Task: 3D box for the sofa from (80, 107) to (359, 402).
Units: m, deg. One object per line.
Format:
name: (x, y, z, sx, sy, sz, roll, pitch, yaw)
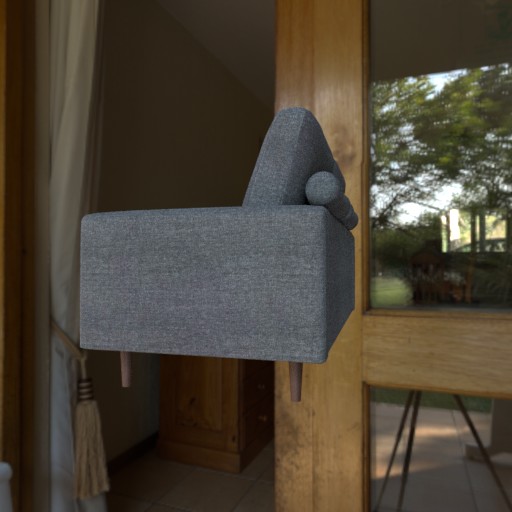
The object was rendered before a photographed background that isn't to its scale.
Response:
sofa: (0.000, 0.000, 1.971, 0.842, 0.907, 1.407, 0, -1, 16)
